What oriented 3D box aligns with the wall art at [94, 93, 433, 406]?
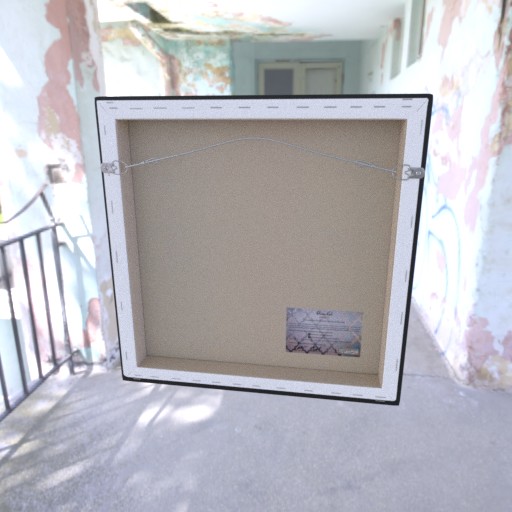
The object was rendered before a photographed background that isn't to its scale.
[{"bbox_3d":[0.000,0.000,0.597,0.406,0.407,0.041,3,17,9],"label":"wall art"}]
